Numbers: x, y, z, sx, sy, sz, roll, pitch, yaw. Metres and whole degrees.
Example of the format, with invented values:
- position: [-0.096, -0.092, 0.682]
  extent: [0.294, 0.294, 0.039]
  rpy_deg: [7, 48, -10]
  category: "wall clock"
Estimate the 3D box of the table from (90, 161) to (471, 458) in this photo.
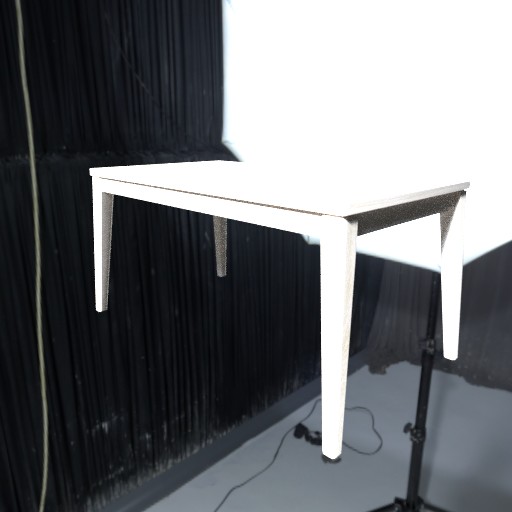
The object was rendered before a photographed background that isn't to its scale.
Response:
- position: [0.000, 0.000, 2.072]
  extent: [0.900, 0.760, 1.600]
  rpy_deg: [-15, 22, -42]
  category: "table"
